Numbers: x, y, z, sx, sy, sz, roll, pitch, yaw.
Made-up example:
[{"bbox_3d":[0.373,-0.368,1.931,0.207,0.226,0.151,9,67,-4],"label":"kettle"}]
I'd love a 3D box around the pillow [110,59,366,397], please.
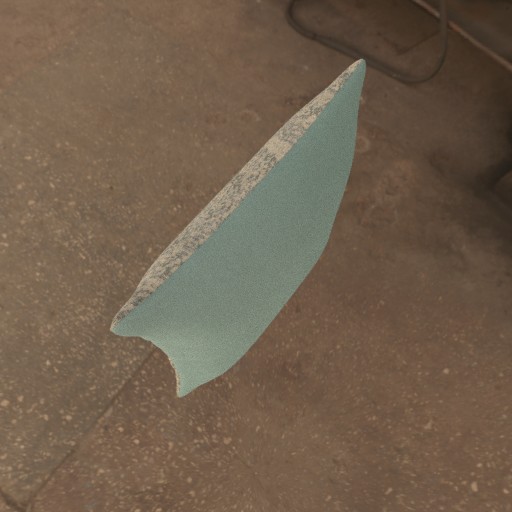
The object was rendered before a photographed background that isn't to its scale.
[{"bbox_3d":[0.000,0.000,0.795,0.166,0.507,0.526,34,69,15],"label":"pillow"}]
